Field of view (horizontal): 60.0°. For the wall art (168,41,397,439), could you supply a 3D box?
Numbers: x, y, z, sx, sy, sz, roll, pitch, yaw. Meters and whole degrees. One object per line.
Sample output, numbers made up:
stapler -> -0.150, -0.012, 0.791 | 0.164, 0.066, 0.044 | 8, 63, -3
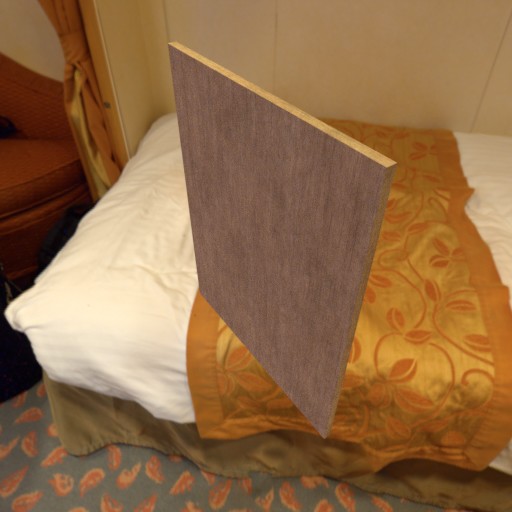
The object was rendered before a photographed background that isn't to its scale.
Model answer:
wall art -> 0.000, 0.000, 0.901 | 0.018, 0.686, 0.534 | -26, 49, -26
